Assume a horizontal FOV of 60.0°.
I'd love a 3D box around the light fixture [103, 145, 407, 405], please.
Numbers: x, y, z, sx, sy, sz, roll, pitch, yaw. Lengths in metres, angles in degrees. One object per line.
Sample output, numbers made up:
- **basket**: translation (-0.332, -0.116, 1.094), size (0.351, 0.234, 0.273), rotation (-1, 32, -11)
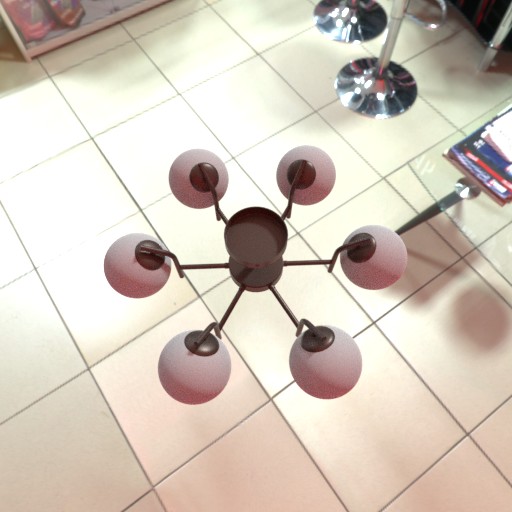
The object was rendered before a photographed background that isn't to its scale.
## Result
- **light fixture**: translation (0.000, 0.000, 0.952), size (0.662, 0.201, 0.662), rotation (0, 65, 0)
